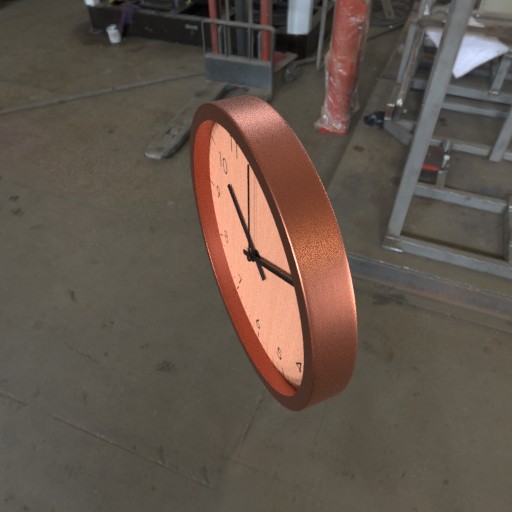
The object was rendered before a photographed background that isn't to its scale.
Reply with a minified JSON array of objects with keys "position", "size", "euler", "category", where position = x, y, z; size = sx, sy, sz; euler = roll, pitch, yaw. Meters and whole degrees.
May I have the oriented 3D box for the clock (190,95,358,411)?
[{"position":[0.000,0.000,0.461],"size":[0.040,0.313,0.313],"euler":[-17,48,-16],"category":"clock"}]
